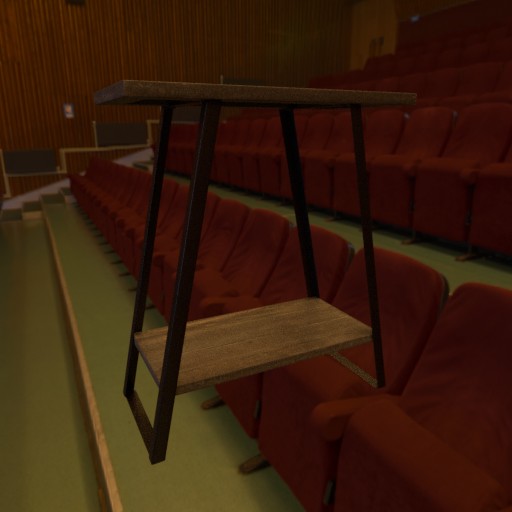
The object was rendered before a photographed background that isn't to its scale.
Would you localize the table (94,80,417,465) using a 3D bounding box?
[{"bbox_3d":[0.000,0.000,1.014,0.599,0.701,0.300,-8,18,-26],"label":"table"}]
